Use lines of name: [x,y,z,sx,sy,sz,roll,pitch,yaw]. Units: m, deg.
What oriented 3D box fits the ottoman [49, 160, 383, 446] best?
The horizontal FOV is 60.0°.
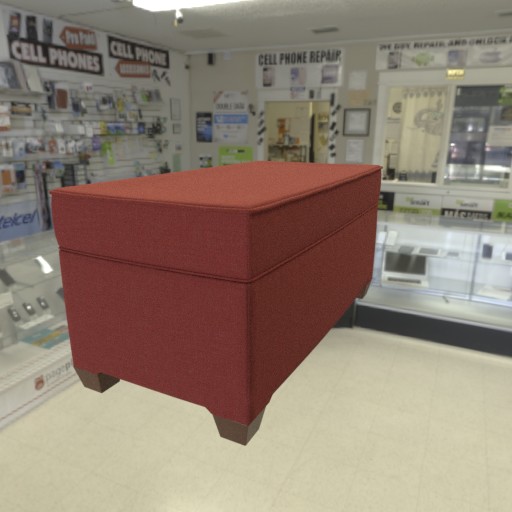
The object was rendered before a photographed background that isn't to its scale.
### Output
ottoman: [0.000,0.000,1.239,0.497,0.454,0.948,8,18,27]
